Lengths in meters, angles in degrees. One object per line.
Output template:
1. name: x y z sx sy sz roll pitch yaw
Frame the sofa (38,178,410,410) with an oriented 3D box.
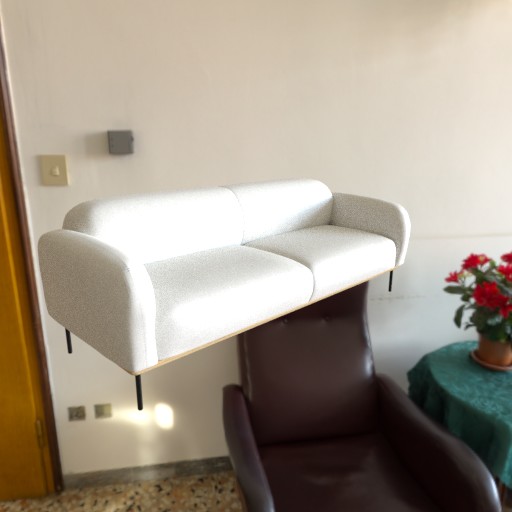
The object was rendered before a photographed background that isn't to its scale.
1. sofa: 0.000 0.000 2.630 2.257 0.780 0.880 -15 21 -43
